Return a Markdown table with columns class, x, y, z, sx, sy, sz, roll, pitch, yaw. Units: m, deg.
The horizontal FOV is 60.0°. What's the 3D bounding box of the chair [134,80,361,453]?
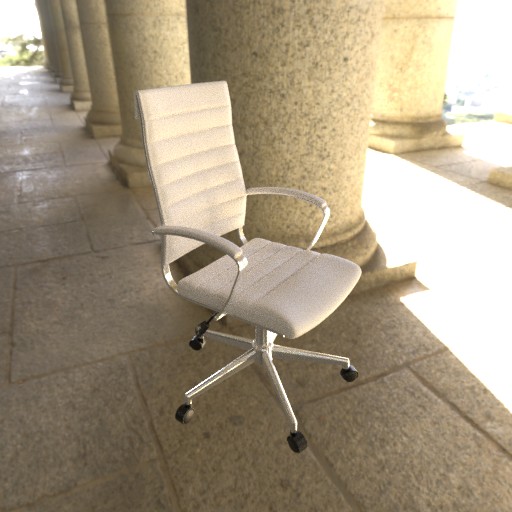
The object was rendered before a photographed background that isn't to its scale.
| class | x | y | z | sx | sy | sz | roll | pitch | yaw |
| --- | --- | --- | --- | --- | --- | --- | --- | --- | --- |
| chair | 0.000 | 0.000 | 1.638 | 0.739 | 1.149 | 0.766 | 18 | 32 | 32 |
